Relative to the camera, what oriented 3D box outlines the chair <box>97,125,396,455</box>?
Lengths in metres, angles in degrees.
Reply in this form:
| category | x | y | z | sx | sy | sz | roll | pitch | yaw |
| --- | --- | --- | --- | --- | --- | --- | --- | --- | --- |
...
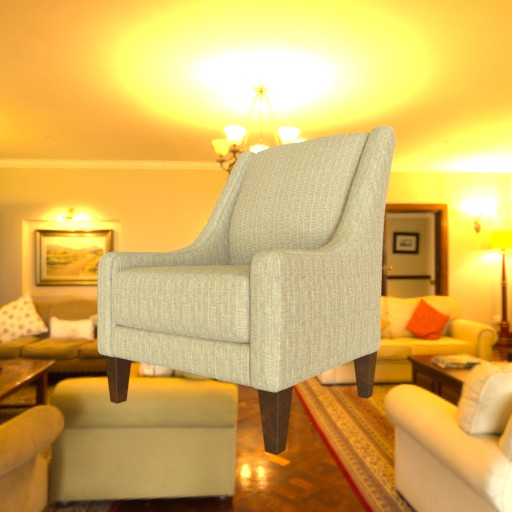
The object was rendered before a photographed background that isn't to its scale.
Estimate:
| category | x | y | z | sx | sy | sz | roll | pitch | yaw |
| --- | --- | --- | --- | --- | --- | --- | --- | --- | --- |
| chair | 0.000 | 0.000 | 1.631 | 0.774 | 1.014 | 0.870 | 0 | -1 | 37 |
